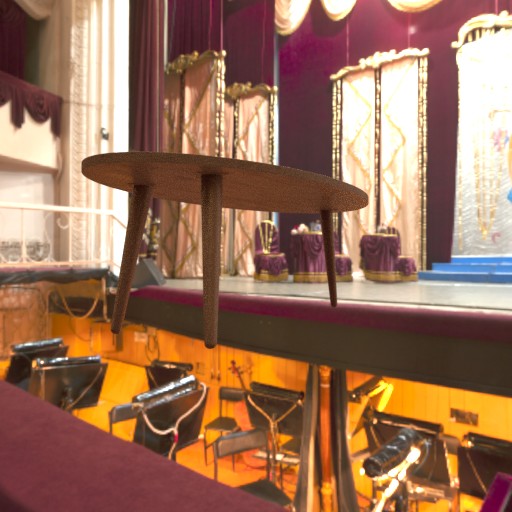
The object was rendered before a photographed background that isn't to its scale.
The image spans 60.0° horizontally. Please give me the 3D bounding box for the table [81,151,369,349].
[{"bbox_3d":[0.000,0.000,1.309,0.542,0.390,1.083,0,-1,36],"label":"table"}]
